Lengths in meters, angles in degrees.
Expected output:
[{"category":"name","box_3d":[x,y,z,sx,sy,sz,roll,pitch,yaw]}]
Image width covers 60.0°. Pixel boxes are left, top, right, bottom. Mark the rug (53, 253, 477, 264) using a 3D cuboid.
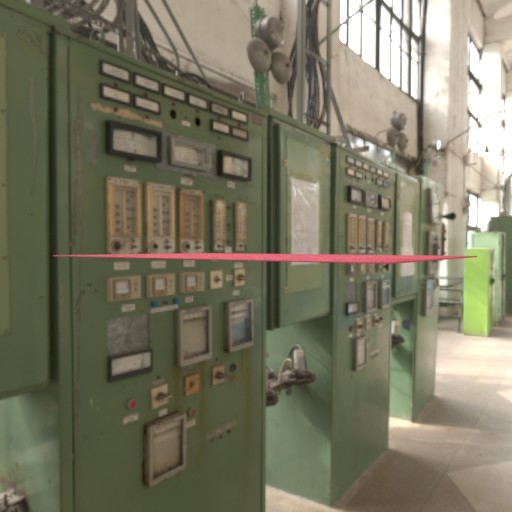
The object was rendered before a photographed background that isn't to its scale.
[{"category":"rug","box_3d":[0.000,0.000,2.986,2.423,0.010,1.534,1,1,37]}]
